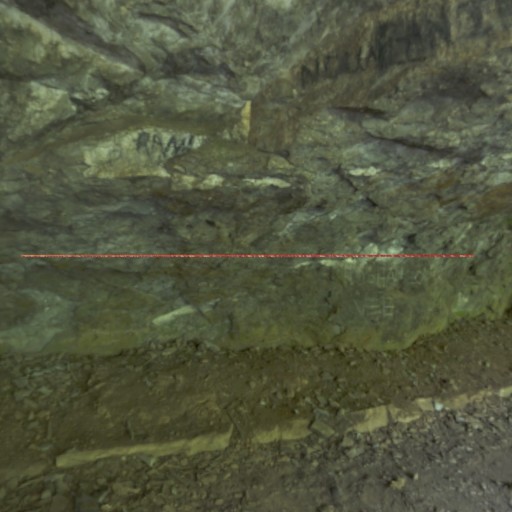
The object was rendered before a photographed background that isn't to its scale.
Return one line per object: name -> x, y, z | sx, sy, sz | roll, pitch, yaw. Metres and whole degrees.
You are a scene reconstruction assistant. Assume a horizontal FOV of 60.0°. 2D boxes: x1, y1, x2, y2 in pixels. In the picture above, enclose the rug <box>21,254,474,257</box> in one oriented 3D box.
rug -> 0.000, 0.000, 2.976 | 2.442, 0.010, 1.531 | 0, 0, 18
